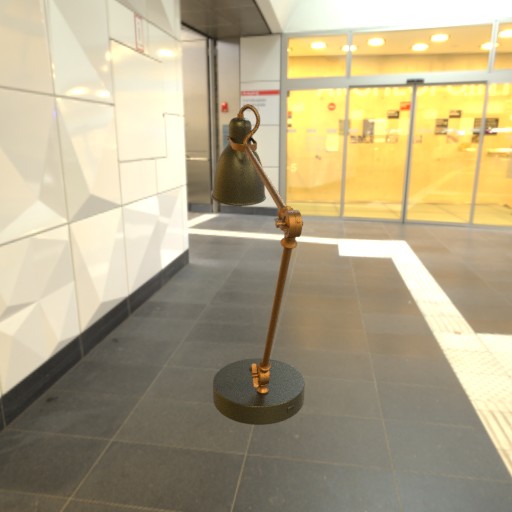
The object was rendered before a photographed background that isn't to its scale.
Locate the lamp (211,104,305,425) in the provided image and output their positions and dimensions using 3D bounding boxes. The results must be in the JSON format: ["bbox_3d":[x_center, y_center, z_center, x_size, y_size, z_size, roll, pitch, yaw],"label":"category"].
[{"bbox_3d":[0.000,0.000,0.869,0.187,0.587,0.561,-3,15,-10],"label":"lamp"}]
